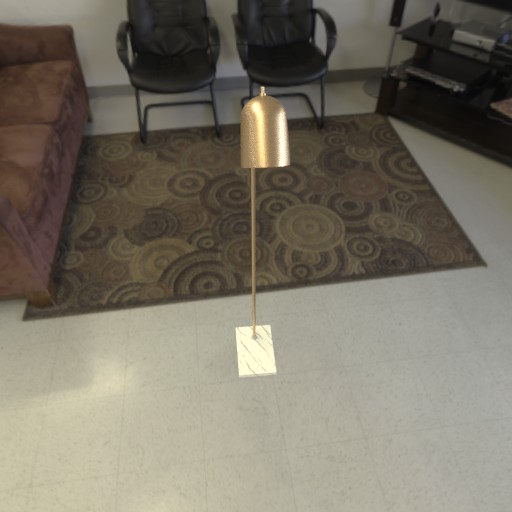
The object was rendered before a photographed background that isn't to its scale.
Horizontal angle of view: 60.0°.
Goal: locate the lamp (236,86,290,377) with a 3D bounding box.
[{"bbox_3d":[0.000,0.000,1.798,0.194,1.594,0.653,-4,47,-4],"label":"lamp"}]
